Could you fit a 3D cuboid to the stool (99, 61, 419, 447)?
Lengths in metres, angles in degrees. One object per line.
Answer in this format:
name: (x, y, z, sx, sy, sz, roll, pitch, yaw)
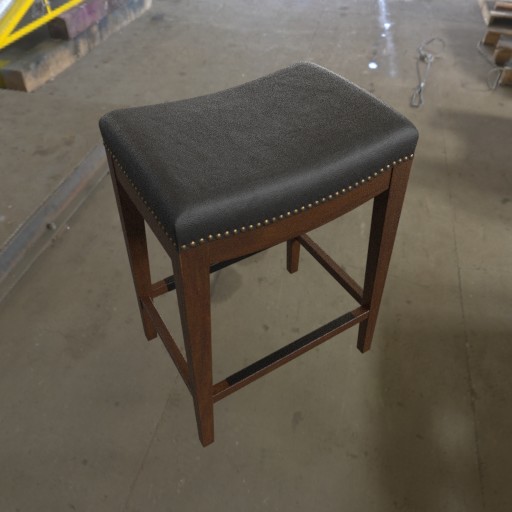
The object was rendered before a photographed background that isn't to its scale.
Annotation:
stool: (0.000, 0.000, 0.950, 0.490, 0.664, 0.353, -24, 50, -21)
